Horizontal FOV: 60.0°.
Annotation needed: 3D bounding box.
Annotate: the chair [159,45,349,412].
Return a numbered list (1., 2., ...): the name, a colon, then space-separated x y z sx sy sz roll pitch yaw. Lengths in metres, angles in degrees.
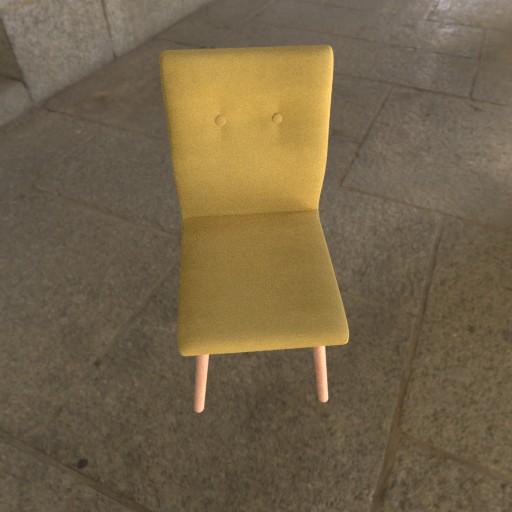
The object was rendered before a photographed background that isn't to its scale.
1. chair: 0.000 0.000 1.283 0.450 0.965 0.550 -4 46 -3
